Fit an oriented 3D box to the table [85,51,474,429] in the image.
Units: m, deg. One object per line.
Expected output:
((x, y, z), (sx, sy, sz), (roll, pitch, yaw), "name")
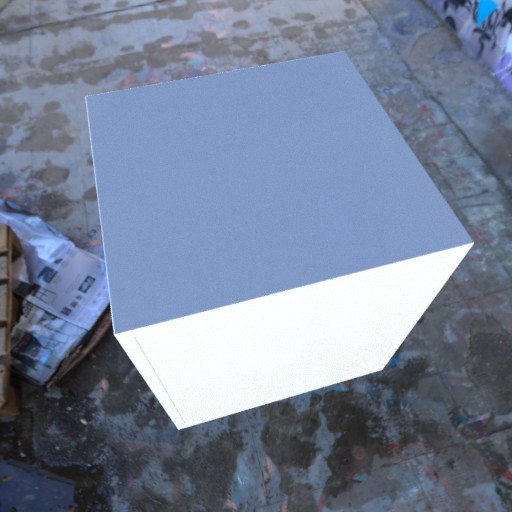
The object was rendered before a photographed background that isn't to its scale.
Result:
((0.000, 0.000, 0.791), (0.420, 0.470, 0.400), (-14, 58, -9), "table")
